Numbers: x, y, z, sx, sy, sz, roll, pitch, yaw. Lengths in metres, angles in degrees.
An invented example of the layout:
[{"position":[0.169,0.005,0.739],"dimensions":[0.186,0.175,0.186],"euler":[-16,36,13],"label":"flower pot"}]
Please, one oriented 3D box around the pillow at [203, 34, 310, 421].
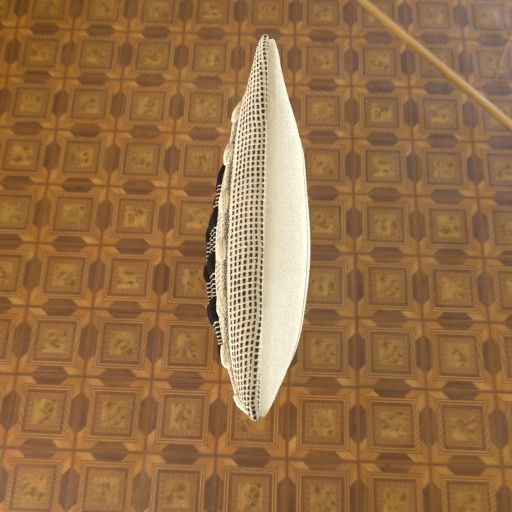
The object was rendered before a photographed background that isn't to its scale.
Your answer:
[{"position":[0.000,0.000,0.678],"dimensions":[0.156,0.438,0.436],"euler":[2,76,0],"label":"pillow"}]
